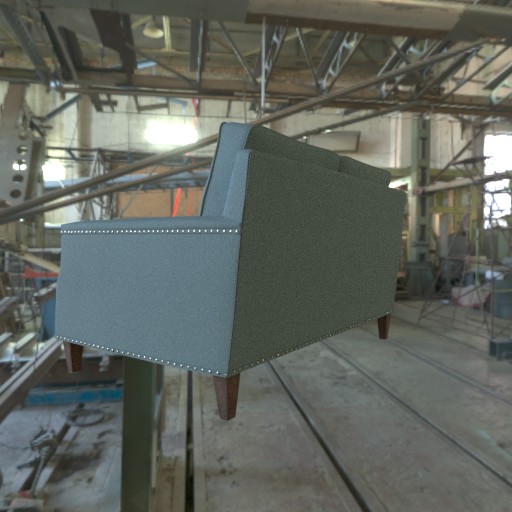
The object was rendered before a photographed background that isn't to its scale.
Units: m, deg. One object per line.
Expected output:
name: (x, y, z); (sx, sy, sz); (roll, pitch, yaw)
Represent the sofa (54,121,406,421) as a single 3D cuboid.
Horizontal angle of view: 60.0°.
sofa: (0.000, 0.000, 2.263); (1.084, 1.003, 1.597); (2, 3, 36)
